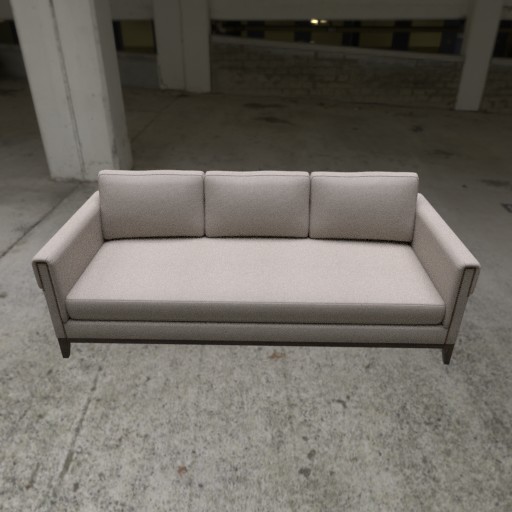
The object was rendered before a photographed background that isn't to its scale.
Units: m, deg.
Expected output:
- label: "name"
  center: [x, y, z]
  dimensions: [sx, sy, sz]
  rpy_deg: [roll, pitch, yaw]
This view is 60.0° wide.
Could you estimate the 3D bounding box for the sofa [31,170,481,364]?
- label: "sofa"
  center: [0.000, 0.000, 2.679]
  dimensions: [2.210, 0.838, 0.959]
  rpy_deg: [1, 29, 1]
